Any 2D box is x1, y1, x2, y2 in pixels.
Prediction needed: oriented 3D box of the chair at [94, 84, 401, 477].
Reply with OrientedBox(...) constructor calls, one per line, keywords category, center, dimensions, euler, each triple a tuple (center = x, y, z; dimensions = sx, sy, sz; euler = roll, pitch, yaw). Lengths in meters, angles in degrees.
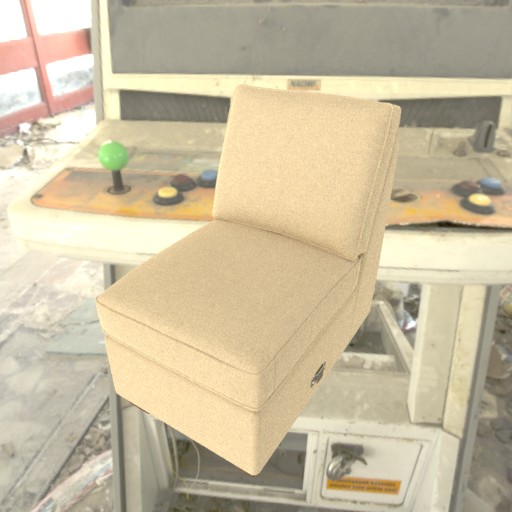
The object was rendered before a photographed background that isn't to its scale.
OrientedBox(category="chair", center=(0.000, 0.000, 1.513), dimensions=(0.621, 0.970, 0.938), euler=(18, 35, 28))
